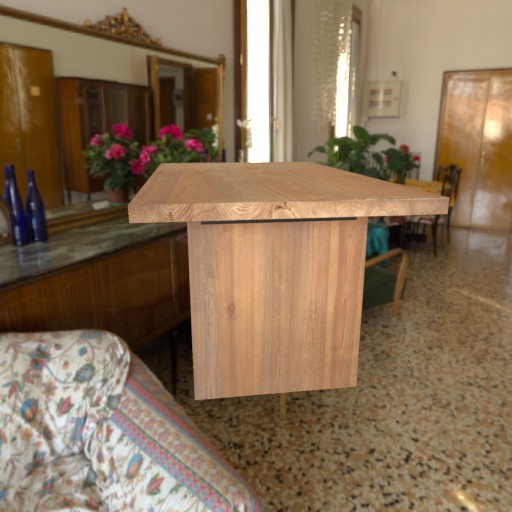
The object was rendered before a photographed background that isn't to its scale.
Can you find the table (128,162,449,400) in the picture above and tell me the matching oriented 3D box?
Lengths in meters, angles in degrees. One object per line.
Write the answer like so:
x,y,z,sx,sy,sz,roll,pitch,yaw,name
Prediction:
0.000,0.000,2.147,0.946,0.780,1.609,-2,16,-8,table
